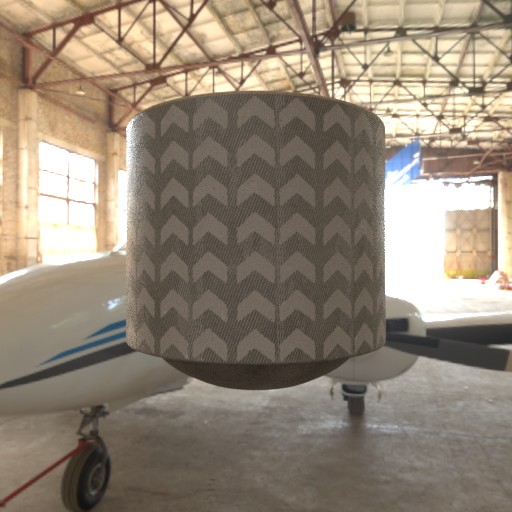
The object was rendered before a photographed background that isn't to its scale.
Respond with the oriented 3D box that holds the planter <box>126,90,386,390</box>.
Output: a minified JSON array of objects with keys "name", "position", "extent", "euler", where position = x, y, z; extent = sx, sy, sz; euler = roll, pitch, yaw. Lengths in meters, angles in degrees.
[{"name":"planter","position":[0.000,0.000,0.338],"extent":[0.190,0.181,0.190],"euler":[0,-1,0]}]
